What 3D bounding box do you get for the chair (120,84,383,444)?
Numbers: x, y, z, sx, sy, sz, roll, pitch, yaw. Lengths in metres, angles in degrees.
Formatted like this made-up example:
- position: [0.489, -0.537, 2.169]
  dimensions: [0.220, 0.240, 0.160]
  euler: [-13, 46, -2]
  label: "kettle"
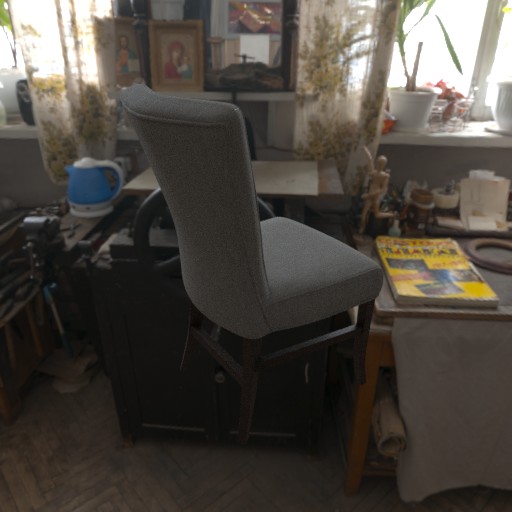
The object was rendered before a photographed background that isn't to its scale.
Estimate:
- position: [0.000, 0.000, 1.371]
  dimensions: [0.660, 0.991, 0.520]
  euler: [-18, 32, -31]
  label: "chair"
